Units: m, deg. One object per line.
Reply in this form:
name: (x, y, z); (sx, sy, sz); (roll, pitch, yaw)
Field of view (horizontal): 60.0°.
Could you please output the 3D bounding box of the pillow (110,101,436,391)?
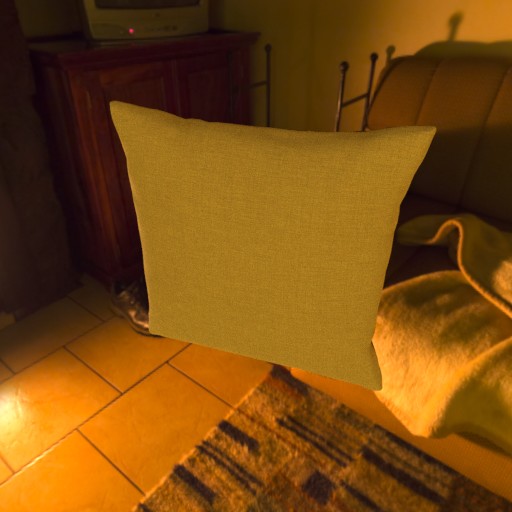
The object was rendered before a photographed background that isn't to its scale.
pillow: (0.000, 0.000, 0.798); (0.517, 0.508, 0.158); (10, 33, 16)
